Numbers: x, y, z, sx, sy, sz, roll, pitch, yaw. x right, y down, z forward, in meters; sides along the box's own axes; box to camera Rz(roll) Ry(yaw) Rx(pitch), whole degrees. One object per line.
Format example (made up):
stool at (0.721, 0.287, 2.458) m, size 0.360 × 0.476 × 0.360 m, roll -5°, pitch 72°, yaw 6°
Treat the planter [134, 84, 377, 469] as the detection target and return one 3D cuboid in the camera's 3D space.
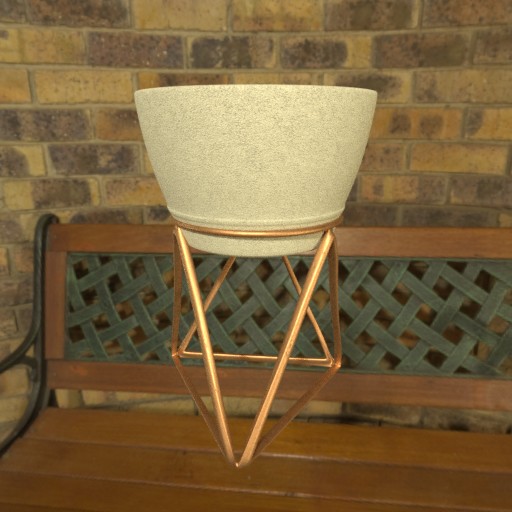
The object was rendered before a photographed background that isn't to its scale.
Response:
planter at (0.000, 0.000, 0.732) m, size 0.350 × 0.504 × 0.350 m, roll -8°, pitch 19°, yaw -24°
